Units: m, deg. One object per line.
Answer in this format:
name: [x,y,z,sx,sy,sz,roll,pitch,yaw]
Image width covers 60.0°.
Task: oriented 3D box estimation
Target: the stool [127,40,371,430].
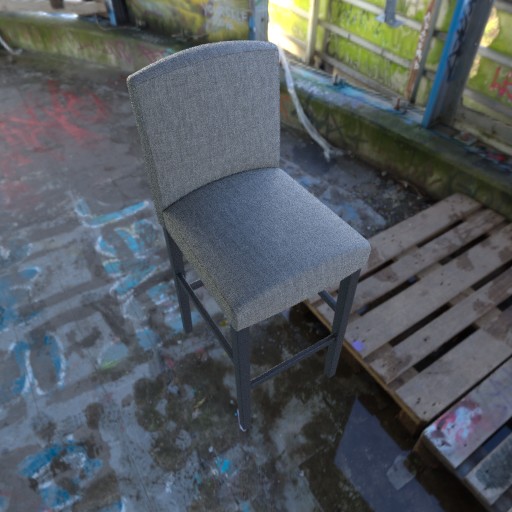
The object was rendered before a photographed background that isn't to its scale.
stool: [0.000,0.000,1.418,0.451,1.138,0.552,-24,51,-22]
